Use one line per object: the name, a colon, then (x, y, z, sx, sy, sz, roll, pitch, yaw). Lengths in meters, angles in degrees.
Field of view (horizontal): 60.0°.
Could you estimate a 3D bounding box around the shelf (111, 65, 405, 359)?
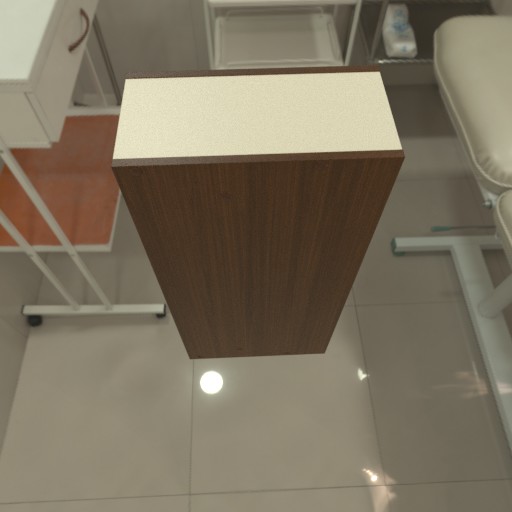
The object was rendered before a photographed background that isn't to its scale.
shelf: (0.000, 0.000, 0.730, 0.290, 0.600, 0.147, -2, 59, -1)
